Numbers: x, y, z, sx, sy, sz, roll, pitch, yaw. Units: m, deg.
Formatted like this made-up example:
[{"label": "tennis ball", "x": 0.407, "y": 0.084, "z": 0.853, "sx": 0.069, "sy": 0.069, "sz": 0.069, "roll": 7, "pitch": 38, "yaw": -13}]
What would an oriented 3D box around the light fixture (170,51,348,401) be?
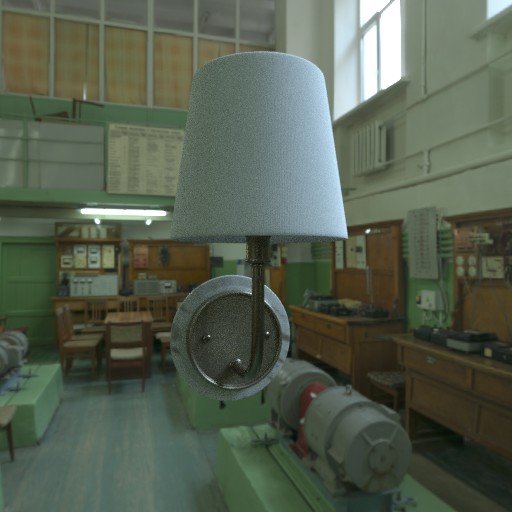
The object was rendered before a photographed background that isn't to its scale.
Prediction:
[{"label": "light fixture", "x": 0.000, "y": 0.000, "z": 0.436, "sx": 0.168, "sy": 0.337, "sz": 0.188, "roll": 0, "pitch": 0, "yaw": -18}]
